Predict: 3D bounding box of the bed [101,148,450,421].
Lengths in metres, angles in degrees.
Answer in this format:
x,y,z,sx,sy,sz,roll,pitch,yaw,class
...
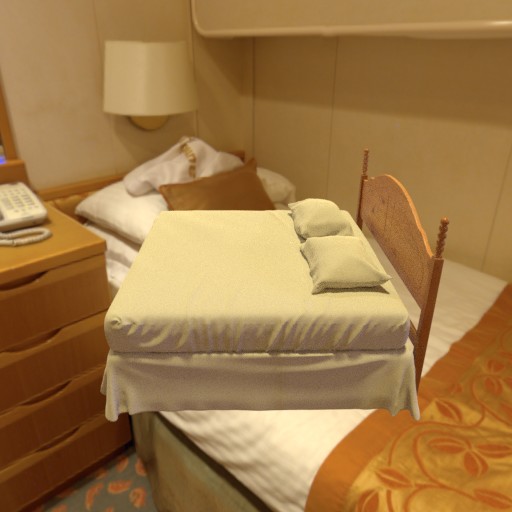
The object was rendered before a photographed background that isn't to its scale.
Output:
x,y,z,sx,sy,sz,roll,pitch,yaw,class
0.000,0.000,3.646,2.219,1.355,2.322,0,26,-1,bed
